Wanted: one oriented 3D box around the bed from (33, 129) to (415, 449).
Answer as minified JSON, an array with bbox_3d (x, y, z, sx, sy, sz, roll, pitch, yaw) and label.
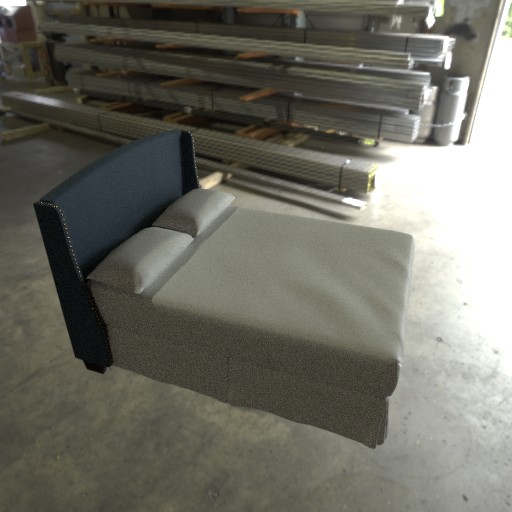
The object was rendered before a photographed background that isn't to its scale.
[{"bbox_3d":[0.000,0.000,3.285,2.237,1.407,1.710,11,33,17],"label":"bed"}]
